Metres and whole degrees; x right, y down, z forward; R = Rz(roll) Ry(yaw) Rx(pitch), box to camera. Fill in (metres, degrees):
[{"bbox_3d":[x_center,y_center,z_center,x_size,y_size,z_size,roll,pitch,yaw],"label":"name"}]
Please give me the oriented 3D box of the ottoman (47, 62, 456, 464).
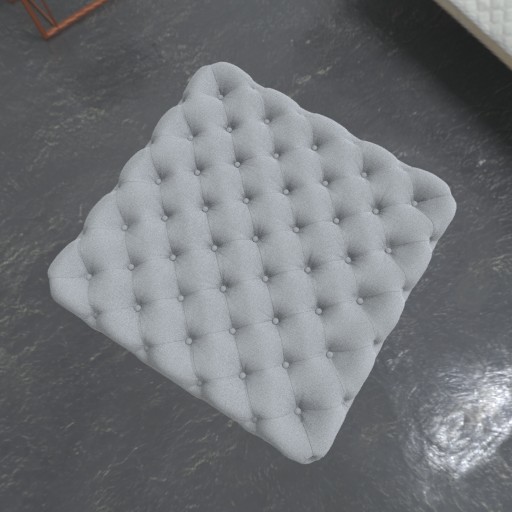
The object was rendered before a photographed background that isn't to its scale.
[{"bbox_3d":[0.000,0.000,1.186,0.764,0.365,0.758,31,77,8],"label":"ottoman"}]
